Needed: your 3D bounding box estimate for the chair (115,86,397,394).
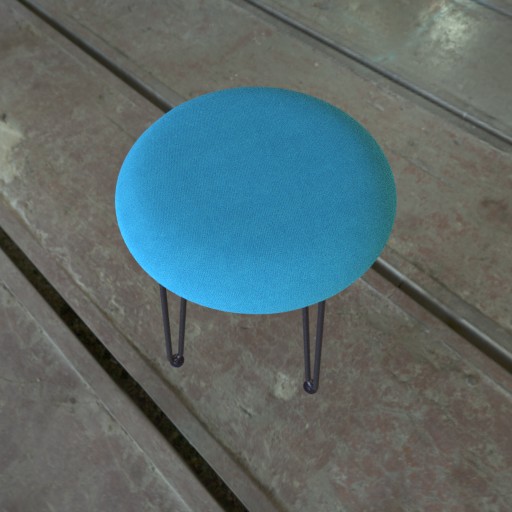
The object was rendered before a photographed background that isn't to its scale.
[{"bbox_3d":[0.000,0.000,0.706,0.350,0.430,0.350,-1,58,0],"label":"chair"}]
